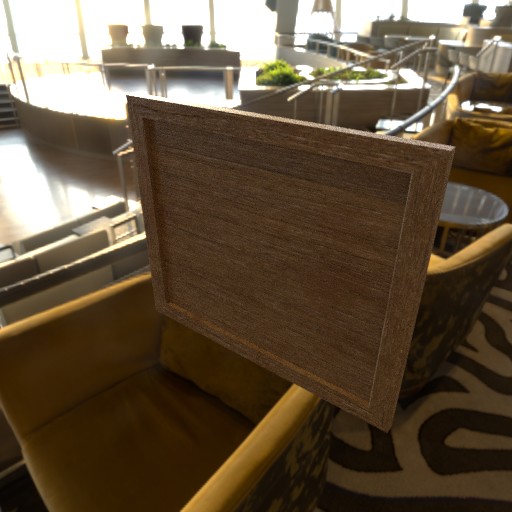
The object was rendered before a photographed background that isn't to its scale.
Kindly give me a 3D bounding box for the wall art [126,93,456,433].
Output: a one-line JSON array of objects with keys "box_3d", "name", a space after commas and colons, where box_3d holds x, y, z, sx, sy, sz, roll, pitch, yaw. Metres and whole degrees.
[{"box_3d": [0.000, 0.000, 0.946, 0.690, 0.588, 0.026, 21, 36, 31], "name": "wall art"}]
